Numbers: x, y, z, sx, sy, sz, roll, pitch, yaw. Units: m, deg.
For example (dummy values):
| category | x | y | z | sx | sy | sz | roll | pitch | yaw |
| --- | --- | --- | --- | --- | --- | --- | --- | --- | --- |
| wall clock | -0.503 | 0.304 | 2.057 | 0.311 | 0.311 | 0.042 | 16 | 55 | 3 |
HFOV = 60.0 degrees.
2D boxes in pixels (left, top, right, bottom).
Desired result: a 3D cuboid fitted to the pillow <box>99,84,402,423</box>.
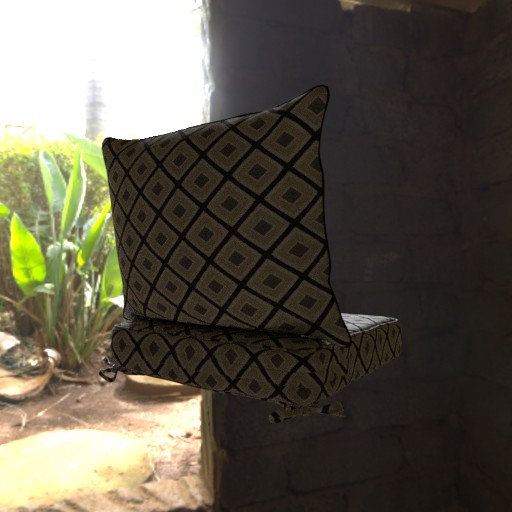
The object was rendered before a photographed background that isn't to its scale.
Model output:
| category | x | y | z | sx | sy | sz | roll | pitch | yaw |
| --- | --- | --- | --- | --- | --- | --- | --- | --- | --- |
| pillow | 0.000 | 0.000 | 1.372 | 0.798 | 0.722 | 0.733 | 0 | -1 | 35 |
